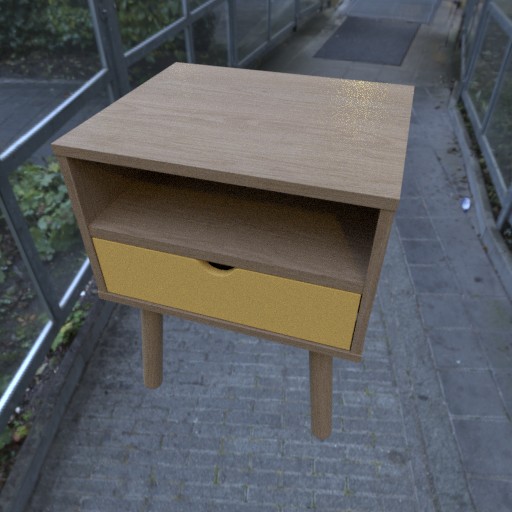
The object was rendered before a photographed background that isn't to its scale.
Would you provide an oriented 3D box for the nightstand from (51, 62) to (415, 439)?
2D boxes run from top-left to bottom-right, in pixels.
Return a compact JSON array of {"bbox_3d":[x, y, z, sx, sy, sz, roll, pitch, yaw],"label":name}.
[{"bbox_3d":[0.000,0.000,0.856,0.450,0.571,0.380,12,41,14],"label":"nightstand"}]
